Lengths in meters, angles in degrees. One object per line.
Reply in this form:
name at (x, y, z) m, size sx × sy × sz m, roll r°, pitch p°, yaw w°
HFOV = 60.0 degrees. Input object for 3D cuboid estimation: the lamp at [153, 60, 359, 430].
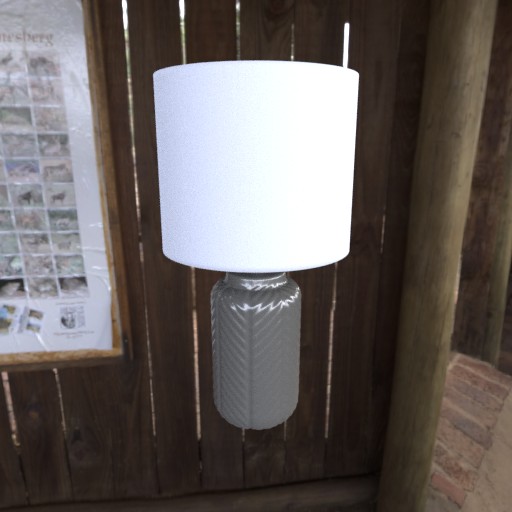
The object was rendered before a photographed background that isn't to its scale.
lamp at (0.000, 0.000, 0.496) m, size 0.203 × 0.389 × 0.203 m, roll -7°, pitch 16°, yaw -24°
